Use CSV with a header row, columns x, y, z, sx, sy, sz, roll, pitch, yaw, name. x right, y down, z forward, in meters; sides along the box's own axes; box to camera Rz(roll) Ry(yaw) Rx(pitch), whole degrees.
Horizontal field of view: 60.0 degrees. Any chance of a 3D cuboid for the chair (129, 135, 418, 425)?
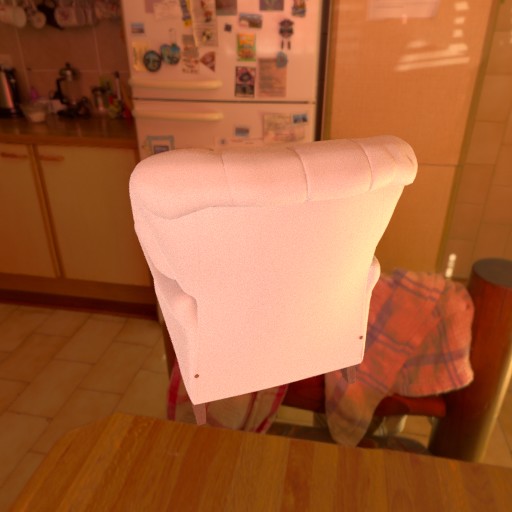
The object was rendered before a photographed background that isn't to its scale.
x,y,z,sx,sy,sz,roll,pitch,yaw,name
0.000,0.000,2.084,1.090,1.217,1.128,-9,29,-17,chair
